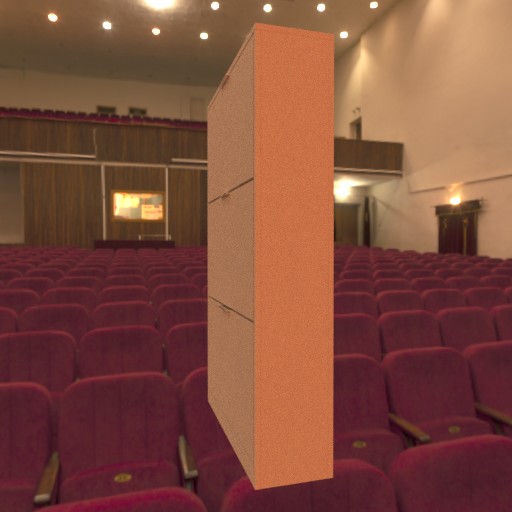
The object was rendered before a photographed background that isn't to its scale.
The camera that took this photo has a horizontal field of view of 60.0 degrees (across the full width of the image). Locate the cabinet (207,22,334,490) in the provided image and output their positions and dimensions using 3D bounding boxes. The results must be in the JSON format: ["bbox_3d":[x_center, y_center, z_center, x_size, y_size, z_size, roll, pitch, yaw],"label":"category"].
[{"bbox_3d":[0.000,0.000,1.604,0.250,1.280,0.750,0,1,-16],"label":"cabinet"}]
